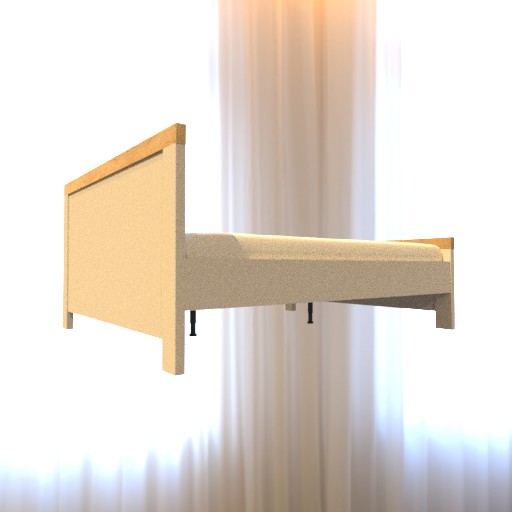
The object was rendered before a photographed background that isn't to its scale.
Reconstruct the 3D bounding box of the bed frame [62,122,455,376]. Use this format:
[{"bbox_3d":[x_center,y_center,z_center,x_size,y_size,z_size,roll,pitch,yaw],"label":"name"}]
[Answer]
[{"bbox_3d":[0.000,0.000,2.988,2.050,0.980,1.670,1,-2,-37],"label":"bed frame"}]
